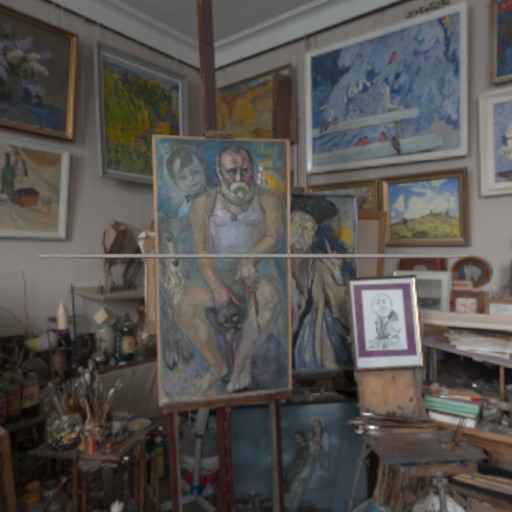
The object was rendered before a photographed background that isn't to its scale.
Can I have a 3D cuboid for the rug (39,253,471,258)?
[{"bbox_3d":[0.000,0.000,3.981,2.434,0.032,3.007,0,0,1],"label":"rug"}]
